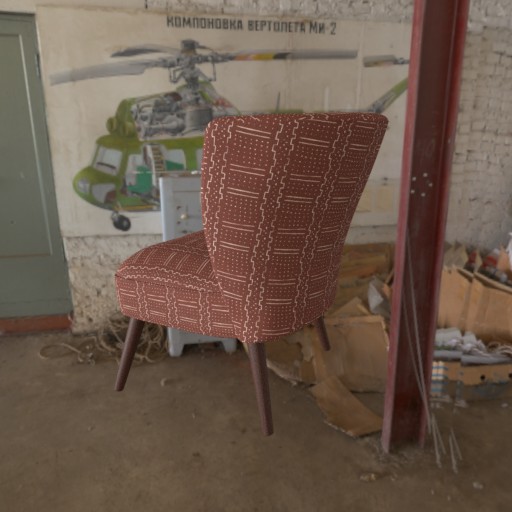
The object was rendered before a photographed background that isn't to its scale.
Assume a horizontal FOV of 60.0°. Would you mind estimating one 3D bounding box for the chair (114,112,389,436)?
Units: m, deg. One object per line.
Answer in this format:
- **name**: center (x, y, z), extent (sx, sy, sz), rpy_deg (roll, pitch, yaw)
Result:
- **chair**: center (0.000, 0.000, 1.424), extent (0.758, 0.866, 0.706), rpy_deg (8, 18, 25)
